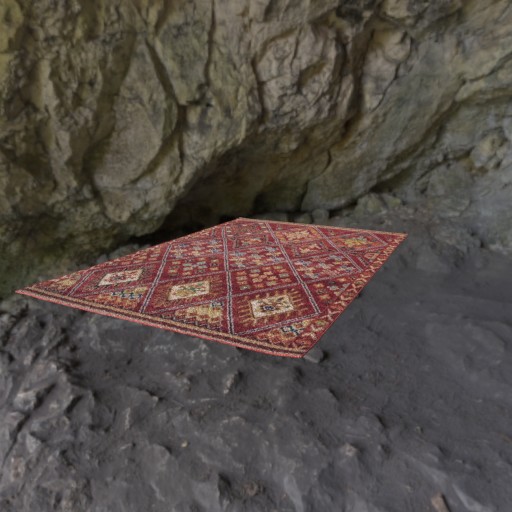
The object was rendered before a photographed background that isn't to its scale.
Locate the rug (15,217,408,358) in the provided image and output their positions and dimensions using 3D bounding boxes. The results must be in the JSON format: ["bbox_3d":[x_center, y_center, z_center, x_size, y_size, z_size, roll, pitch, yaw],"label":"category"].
[{"bbox_3d":[0.000,0.000,2.833,1.521,0.026,2.286,8,17,26],"label":"rug"}]
